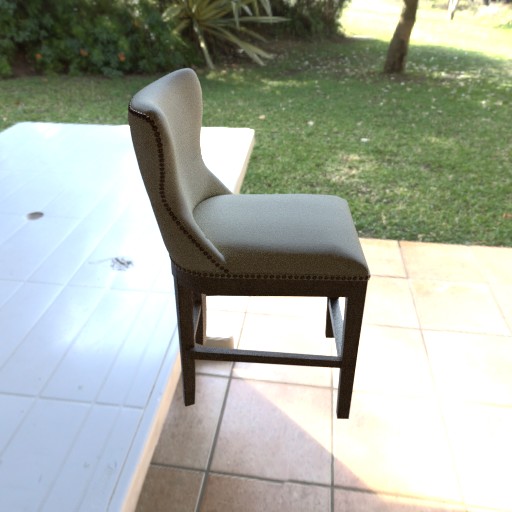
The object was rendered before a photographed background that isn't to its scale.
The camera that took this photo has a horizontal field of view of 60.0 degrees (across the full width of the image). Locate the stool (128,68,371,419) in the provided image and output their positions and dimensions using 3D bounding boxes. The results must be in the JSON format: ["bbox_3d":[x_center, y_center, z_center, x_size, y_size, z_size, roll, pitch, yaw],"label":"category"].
[{"bbox_3d":[0.000,0.000,1.334,0.608,0.981,0.498,1,33,2],"label":"stool"}]
